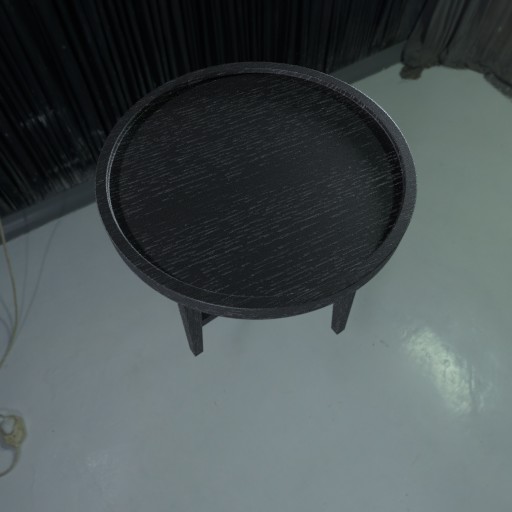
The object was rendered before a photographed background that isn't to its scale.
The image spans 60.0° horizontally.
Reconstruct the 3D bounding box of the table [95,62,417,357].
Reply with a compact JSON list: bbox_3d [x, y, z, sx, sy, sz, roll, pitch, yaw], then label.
[{"bbox_3d":[0.000,0.000,0.755,0.399,0.460,0.399,0,59,0],"label":"table"}]
